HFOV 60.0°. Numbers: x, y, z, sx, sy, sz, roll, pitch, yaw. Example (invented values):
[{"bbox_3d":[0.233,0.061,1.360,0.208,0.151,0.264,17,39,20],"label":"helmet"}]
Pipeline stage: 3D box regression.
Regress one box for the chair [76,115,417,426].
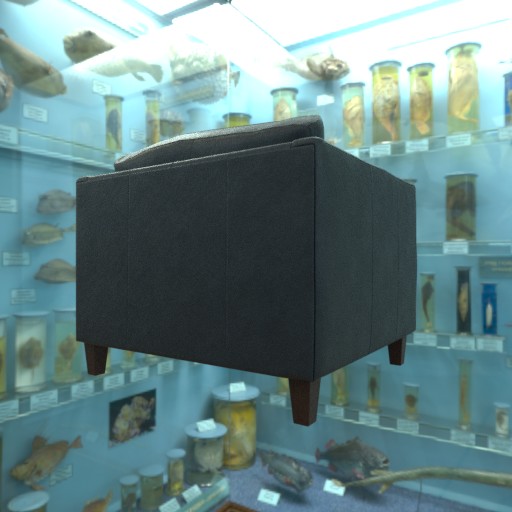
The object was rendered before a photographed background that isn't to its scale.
[{"bbox_3d":[0.000,0.000,1.604,0.939,0.811,0.862,0,-1,34],"label":"chair"}]
